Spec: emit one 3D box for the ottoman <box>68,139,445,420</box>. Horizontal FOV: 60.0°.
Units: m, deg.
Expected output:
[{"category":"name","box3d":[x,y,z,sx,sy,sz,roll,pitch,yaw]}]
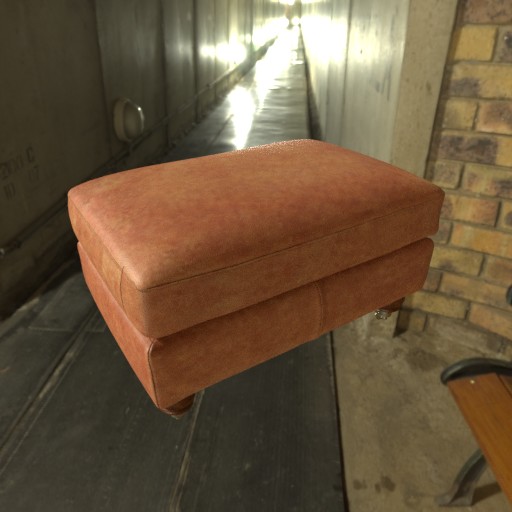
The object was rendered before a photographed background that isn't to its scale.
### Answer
[{"category":"ottoman","box3d":[0.000,0.000,1.223,0.852,0.507,0.565,-18,35,-28]}]
